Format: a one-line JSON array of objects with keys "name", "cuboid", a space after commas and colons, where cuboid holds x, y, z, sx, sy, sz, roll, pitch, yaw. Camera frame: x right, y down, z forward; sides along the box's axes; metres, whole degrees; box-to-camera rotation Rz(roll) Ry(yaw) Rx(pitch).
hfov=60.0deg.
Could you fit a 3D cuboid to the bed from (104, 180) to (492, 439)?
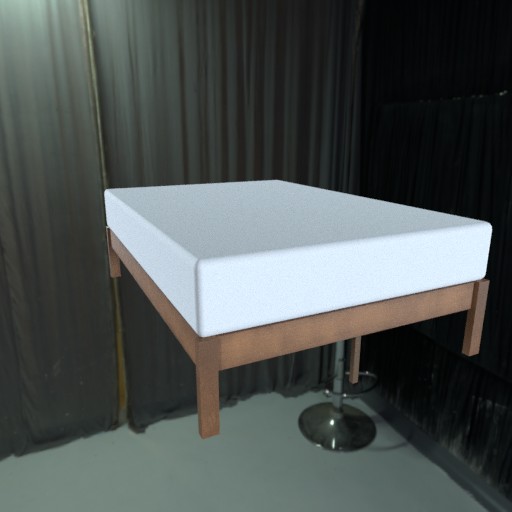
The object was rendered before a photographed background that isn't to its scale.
[{"name": "bed", "cuboid": [0.000, 0.000, 2.515, 1.348, 0.616, 1.927, -8, 18, -25]}]
